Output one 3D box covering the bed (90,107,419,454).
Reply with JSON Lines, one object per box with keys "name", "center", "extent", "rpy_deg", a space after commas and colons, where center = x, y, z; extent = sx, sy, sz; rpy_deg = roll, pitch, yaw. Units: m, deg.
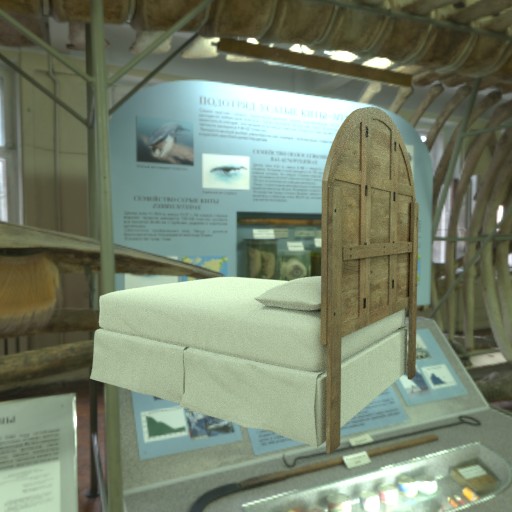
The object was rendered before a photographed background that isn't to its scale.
{"name": "bed", "center": [0.000, 0.000, 3.585], "extent": [2.112, 2.002, 1.713], "rpy_deg": [2, 4, 35]}
